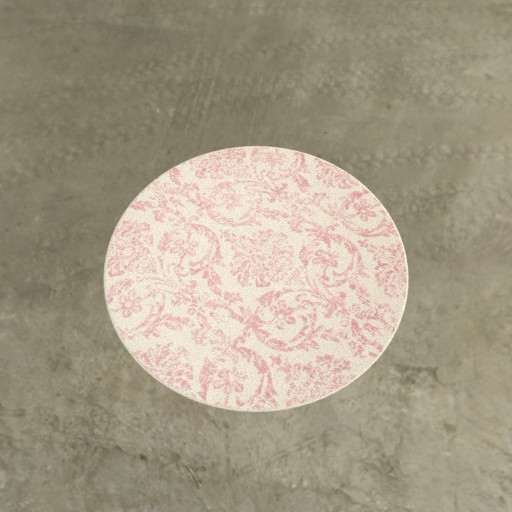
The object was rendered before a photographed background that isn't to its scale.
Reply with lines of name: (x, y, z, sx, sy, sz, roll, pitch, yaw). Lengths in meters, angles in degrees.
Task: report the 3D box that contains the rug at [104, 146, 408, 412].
rug: (0.000, 0.000, 2.351, 1.593, 0.012, 1.593, 0, 59, 0)
